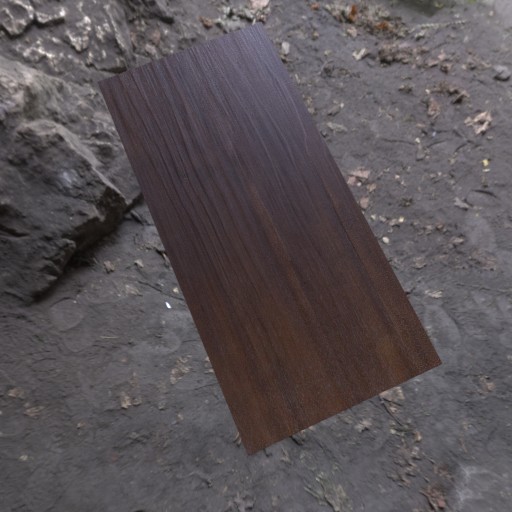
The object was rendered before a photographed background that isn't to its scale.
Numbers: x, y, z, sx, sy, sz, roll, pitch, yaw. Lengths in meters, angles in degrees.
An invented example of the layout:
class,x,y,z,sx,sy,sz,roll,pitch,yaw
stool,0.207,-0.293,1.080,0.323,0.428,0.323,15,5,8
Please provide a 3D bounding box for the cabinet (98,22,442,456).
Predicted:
class,x,y,z,sx,sy,sz,roll,pitch,yaw
cabinet,0.000,0.000,1.120,0.354,0.654,0.743,-23,77,-6
